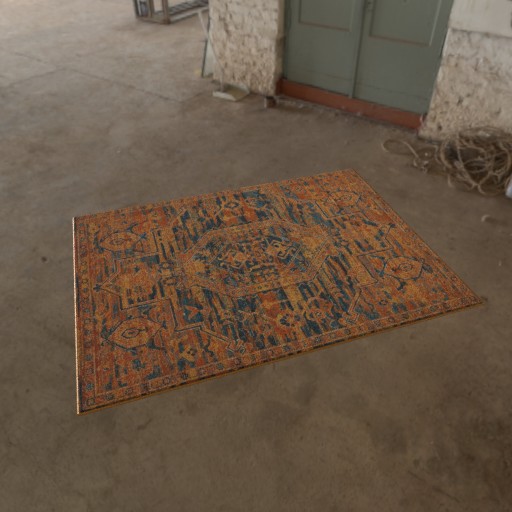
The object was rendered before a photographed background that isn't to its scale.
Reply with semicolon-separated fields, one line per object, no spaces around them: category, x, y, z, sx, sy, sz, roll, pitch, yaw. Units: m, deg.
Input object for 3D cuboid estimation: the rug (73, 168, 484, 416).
rug;0.000;0.000;2.818;2.204;0.024;1.588;-12;42;-14
